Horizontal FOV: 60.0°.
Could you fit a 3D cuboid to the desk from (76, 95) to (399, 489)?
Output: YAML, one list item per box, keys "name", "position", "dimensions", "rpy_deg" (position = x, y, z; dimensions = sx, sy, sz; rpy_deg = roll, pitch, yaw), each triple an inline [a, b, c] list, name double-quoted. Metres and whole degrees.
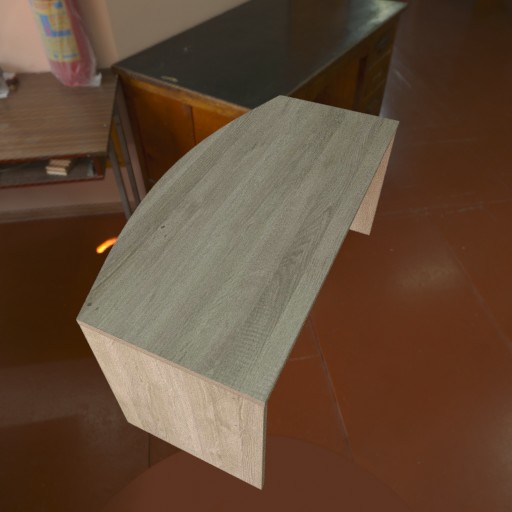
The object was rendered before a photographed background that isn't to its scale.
- name: "desk"
  position: [0.000, 0.000, 2.062]
  dimensions: [0.802, 0.752, 1.600]
  rpy_deg: [19, 49, 17]
